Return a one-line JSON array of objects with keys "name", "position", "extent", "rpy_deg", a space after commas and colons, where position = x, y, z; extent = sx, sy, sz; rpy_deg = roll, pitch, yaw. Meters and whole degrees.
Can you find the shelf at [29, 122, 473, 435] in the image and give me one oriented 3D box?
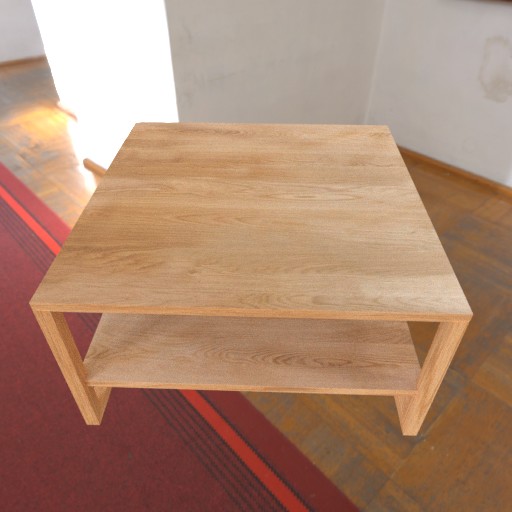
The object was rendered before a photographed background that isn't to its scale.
[{"name": "shelf", "position": [0.000, 0.000, 1.393], "extent": [0.899, 0.480, 0.899], "rpy_deg": [1, 40, 2]}]
